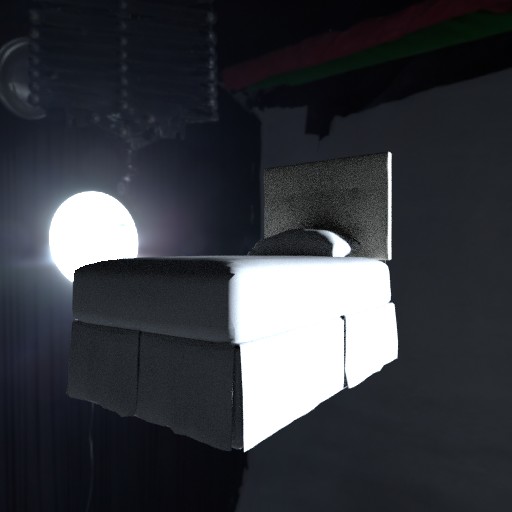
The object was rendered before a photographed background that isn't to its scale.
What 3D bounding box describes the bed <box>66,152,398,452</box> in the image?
[{"bbox_3d":[0.000,0.000,2.897,1.261,1.571,1.997,0,0,36],"label":"bed"}]
